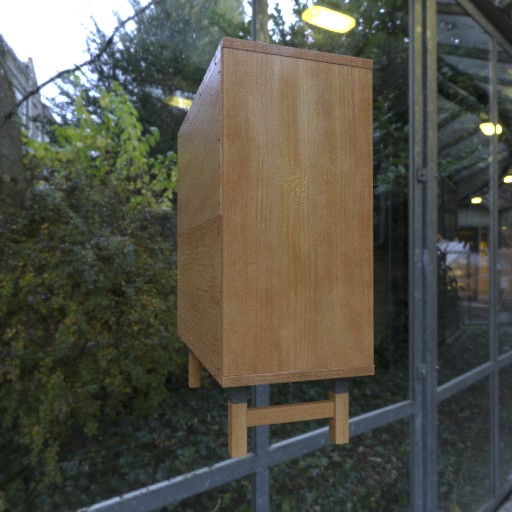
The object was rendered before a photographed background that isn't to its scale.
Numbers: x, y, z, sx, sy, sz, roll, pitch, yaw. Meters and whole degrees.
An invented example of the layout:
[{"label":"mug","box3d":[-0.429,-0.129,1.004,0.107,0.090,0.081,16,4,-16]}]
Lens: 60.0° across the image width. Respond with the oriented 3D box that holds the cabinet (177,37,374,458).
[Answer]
[{"label":"cabinet","box3d":[0.000,0.000,1.459,0.419,1.001,0.800,0,-1,-17]}]
